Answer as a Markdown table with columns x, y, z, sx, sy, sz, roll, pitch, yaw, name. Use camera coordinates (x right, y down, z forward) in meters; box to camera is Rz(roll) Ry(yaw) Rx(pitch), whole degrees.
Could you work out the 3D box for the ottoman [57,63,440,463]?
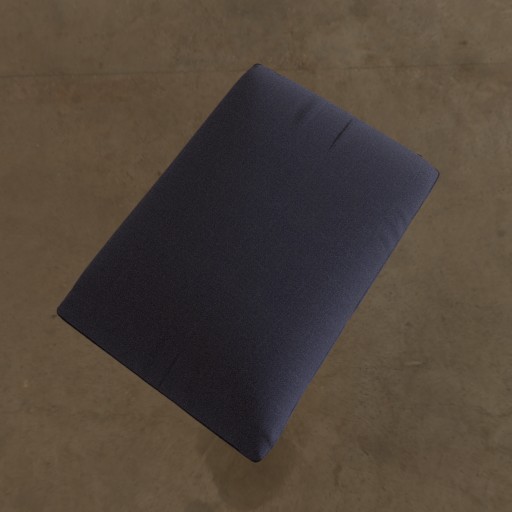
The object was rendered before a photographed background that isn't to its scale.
| x | y | z | sx | sy | sz | roll | pitch | yaw | name |
| --- | --- | --- | --- | --- | --- | --- | --- | --- | --- |
| 0.000 | 0.000 | 1.125 | 0.558 | 0.486 | 0.767 | 34 | 77 | 9 | ottoman |
